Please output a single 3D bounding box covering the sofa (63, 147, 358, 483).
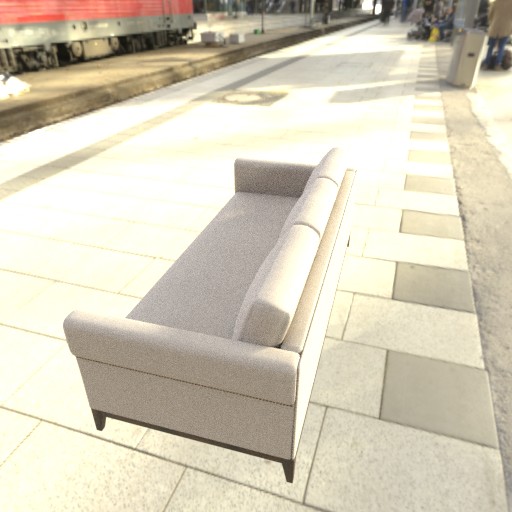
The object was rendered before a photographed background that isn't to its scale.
[{"bbox_3d":[0.000,0.000,2.656,0.959,0.838,2.210,8,31,14],"label":"sofa"}]
